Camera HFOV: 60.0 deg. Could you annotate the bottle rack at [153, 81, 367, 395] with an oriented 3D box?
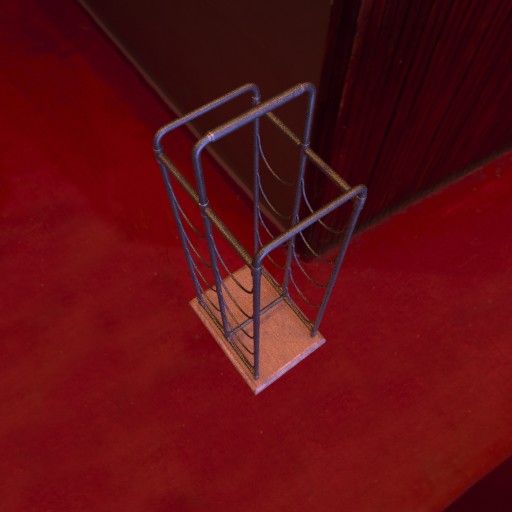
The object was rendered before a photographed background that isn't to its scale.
[{"bbox_3d":[0.000,0.000,0.786,0.208,0.680,0.276,-33,66,-17],"label":"bottle rack"}]
